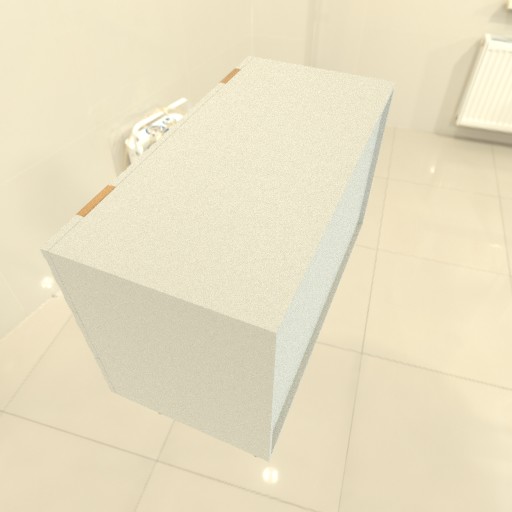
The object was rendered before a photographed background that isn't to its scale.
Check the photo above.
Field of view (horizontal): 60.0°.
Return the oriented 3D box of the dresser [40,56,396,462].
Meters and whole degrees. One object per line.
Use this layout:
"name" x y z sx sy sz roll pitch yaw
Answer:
"dresser" 0.000 0.000 1.267 0.457 0.721 0.905 17 49 16
